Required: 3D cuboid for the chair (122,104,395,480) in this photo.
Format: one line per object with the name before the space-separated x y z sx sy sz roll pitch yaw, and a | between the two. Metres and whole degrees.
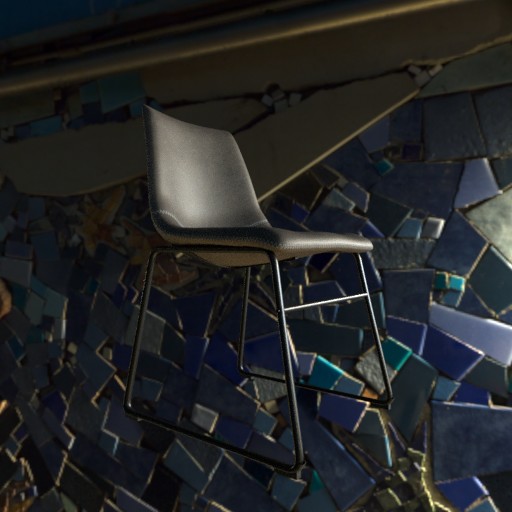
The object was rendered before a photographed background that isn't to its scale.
chair | 0.000 0.000 1.112 0.550 0.780 0.460 0 1 37
